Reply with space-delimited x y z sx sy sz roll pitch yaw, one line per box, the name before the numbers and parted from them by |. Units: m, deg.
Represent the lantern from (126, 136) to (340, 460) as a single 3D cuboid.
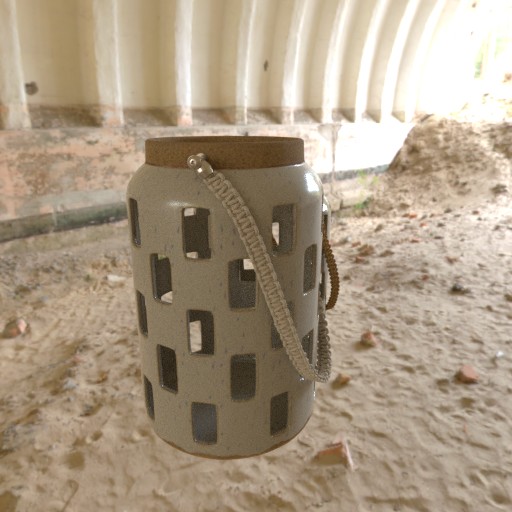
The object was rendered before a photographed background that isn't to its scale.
lantern | 0.000 0.000 0.484 0.184 0.255 0.347 3 18 11
